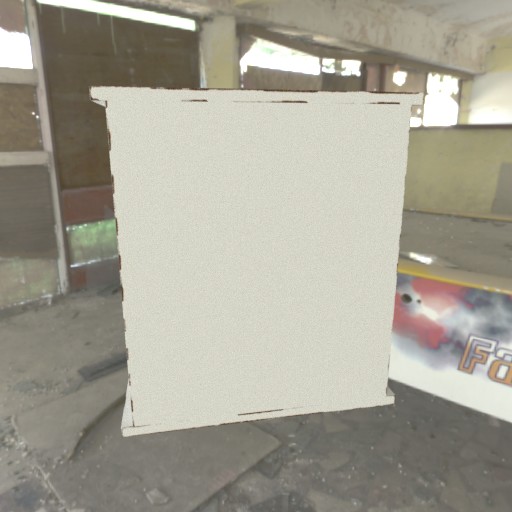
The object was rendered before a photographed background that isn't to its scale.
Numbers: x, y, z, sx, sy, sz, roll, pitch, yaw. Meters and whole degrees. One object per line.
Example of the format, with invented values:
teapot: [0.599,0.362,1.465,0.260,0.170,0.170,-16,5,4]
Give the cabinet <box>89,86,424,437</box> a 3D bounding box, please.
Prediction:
cabinet: [0.000,0.000,0.880,0.541,0.603,0.210,-3,16,-11]
